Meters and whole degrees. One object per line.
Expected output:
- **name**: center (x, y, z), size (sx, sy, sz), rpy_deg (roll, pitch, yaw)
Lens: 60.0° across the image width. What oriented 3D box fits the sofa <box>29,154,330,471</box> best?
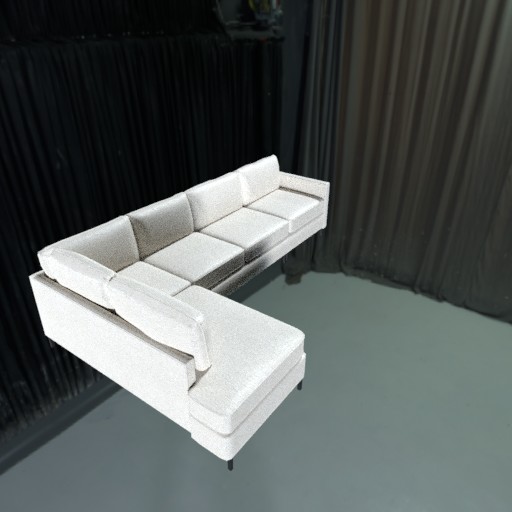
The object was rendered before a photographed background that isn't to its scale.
- **sofa**: center (0.000, 0.000, 4.248), size (2.048, 0.996, 3.384), rpy_deg (19, 34, 31)
